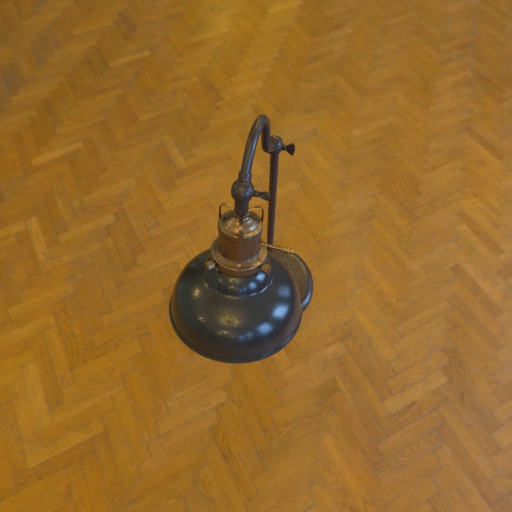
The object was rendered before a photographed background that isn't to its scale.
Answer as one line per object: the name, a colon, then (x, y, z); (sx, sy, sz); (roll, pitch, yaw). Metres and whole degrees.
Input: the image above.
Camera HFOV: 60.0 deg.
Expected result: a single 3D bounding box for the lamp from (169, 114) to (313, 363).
lamp: (0.000, 0.000, 0.678); (0.192, 0.508, 0.374); (14, 59, 8)
